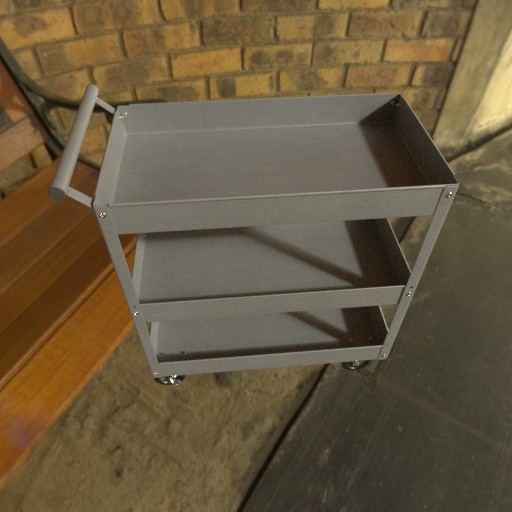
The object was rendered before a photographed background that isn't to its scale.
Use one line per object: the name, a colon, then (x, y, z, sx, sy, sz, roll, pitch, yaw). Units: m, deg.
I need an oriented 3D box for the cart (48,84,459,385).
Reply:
cart: (0.000, 0.000, 1.151, 0.719, 0.780, 0.366, -4, 47, -3)
